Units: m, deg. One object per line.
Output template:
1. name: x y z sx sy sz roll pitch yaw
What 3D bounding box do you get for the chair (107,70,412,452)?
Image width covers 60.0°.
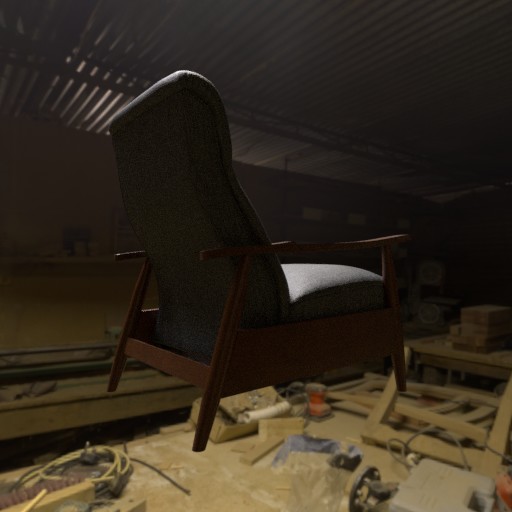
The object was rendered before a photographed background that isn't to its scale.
1. chair: 0.000 0.000 1.786 1.030 1.082 0.762 1 -1 -37
